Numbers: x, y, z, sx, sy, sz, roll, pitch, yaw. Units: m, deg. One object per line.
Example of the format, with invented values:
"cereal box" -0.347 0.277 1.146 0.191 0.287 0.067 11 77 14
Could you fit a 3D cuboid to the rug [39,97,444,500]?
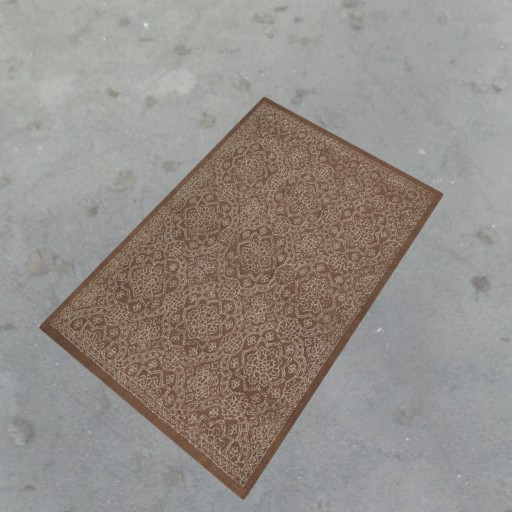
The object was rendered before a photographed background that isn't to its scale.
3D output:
"rug" 0.000 0.000 2.266 1.219 0.010 1.829 33 69 15
